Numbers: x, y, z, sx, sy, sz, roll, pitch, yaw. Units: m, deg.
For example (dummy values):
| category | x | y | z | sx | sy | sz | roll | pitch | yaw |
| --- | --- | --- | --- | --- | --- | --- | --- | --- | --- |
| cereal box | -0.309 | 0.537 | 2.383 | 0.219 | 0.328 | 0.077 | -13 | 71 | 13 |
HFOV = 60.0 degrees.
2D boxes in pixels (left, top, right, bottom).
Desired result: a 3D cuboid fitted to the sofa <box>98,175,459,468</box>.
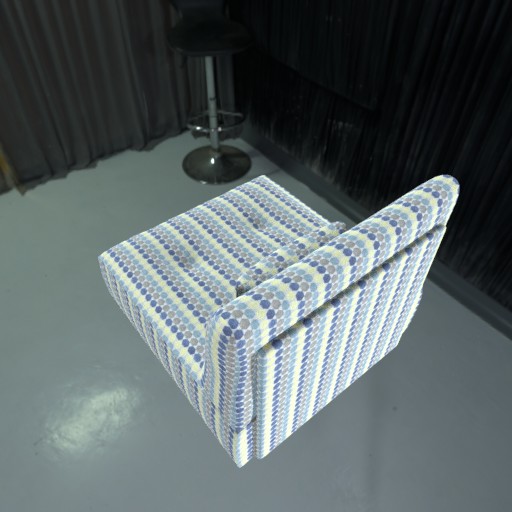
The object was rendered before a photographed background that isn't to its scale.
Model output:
| category | x | y | z | sx | sy | sz | roll | pitch | yaw |
| --- | --- | --- | --- | --- | --- | --- | --- | --- | --- |
| sofa | 0.000 | 0.000 | 1.712 | 0.930 | 0.830 | 1.000 | -30 | 53 | -26 |
